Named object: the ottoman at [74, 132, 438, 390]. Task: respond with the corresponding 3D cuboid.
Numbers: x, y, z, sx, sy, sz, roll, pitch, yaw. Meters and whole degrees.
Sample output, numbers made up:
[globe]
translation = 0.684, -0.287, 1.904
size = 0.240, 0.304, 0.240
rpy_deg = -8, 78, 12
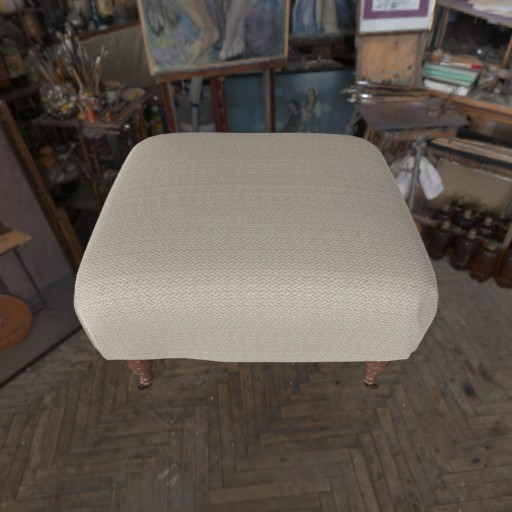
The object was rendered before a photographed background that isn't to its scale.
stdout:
[ottoman]
translation = 0.000, 0.000, 1.083
size = 0.684, 0.447, 0.622
rpy_deg = 0, 41, 0
